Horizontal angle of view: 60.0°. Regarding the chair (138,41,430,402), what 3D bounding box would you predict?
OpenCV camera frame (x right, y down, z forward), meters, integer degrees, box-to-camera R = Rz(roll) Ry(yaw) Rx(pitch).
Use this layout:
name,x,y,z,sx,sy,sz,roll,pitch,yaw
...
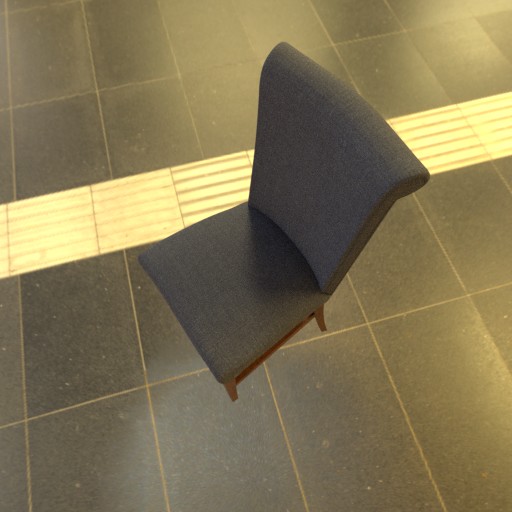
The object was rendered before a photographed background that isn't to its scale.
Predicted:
name,x,y,z,sx,sy,sz,roll,pitch,yaw
chair,0.000,0.000,1.376,0.608,0.988,0.513,-32,68,-15
